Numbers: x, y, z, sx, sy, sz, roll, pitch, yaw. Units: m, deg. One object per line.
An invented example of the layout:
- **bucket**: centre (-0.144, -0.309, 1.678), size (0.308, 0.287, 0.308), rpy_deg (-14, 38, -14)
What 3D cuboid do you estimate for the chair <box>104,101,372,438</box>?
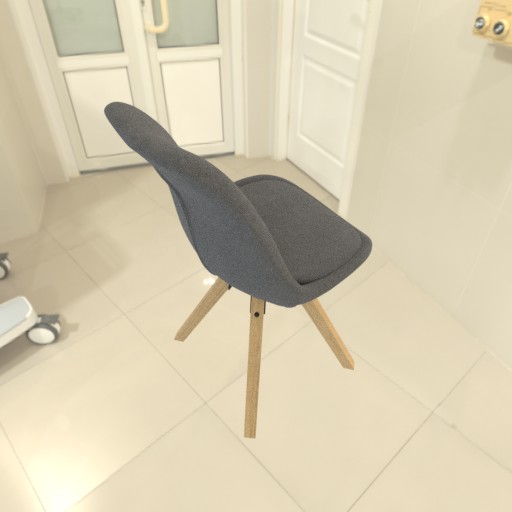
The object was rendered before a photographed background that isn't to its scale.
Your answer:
- **chair**: centre (0.000, 0.000, 1.162), size (0.550, 0.850, 0.485), rpy_deg (-25, 47, -26)
